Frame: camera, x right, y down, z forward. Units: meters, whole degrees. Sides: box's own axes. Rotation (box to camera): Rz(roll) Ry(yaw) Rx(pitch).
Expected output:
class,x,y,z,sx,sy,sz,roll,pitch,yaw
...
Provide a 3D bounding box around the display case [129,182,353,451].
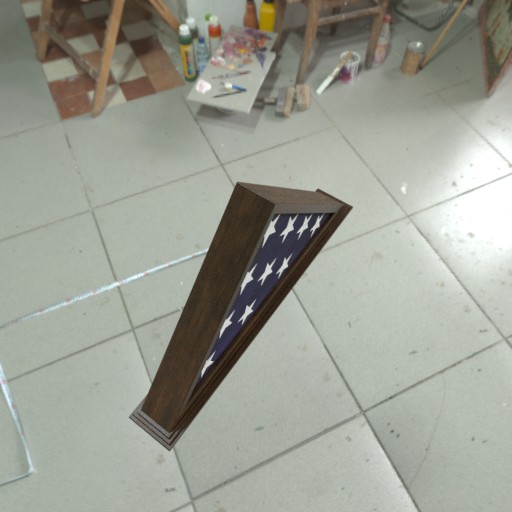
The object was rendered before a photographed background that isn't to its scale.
class,x,y,z,sx,sy,sz,roll,pitch,yaw
display case,0.000,0.000,0.762,0.095,0.340,0.640,31,64,18
